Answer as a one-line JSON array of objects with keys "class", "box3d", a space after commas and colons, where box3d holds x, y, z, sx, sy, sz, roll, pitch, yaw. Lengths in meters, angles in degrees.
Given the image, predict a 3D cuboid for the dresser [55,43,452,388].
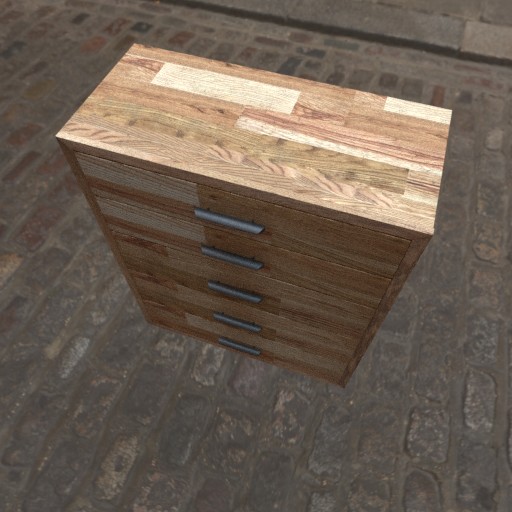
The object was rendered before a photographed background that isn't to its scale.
[{"class": "dresser", "box3d": [0.000, 0.000, 1.688, 0.966, 1.243, 0.480, 16, 59, 10]}]
